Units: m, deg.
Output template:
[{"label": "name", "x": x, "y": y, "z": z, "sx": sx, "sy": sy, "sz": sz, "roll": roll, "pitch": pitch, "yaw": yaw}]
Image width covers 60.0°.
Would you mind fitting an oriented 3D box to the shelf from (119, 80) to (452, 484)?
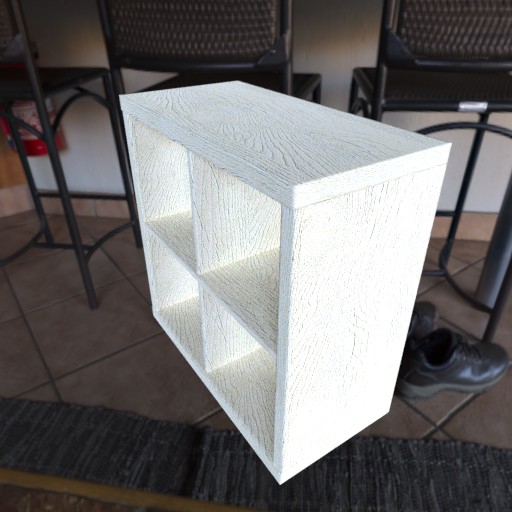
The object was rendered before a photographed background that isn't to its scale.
[{"label": "shelf", "x": 0.000, "y": 0.000, "z": 1.257, "sx": 0.390, "sy": 0.786, "sz": 0.790, "roll": -19, "pitch": 37, "yaw": -28}]
